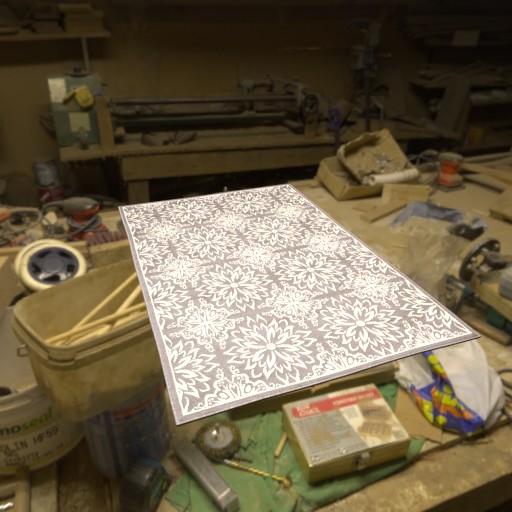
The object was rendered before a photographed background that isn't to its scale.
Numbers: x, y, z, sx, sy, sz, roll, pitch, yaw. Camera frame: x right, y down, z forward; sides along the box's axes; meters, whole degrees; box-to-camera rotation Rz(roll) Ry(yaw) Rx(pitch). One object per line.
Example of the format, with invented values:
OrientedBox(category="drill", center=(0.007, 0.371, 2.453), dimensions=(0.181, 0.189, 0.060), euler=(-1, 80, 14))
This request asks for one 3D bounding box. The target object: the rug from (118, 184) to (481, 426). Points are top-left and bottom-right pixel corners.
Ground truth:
OrientedBox(category="rug", center=(0.000, 0.000, 2.322), dimensions=(1.224, 0.012, 1.847), euler=(-10, 31, -18))
